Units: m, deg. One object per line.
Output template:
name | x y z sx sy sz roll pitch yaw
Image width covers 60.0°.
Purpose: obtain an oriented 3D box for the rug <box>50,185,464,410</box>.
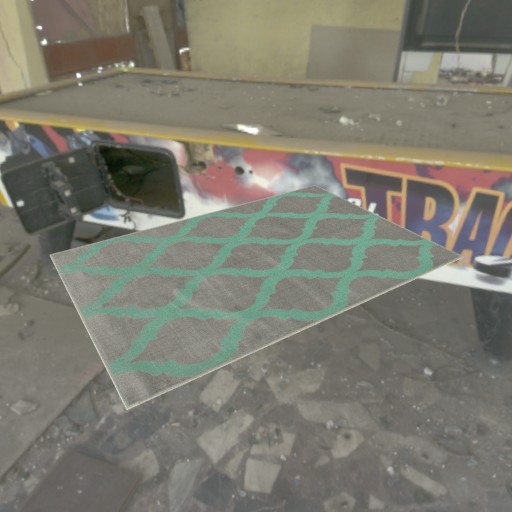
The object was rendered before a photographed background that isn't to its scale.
rug | 0.000 0.000 2.941 2.286 0.006 1.524 -18 35 -28
